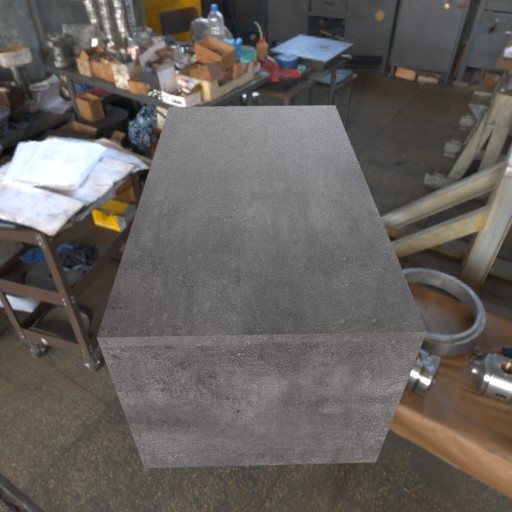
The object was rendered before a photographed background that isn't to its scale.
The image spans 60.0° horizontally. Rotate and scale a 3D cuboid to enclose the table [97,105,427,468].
[{"bbox_3d":[0.000,0.000,0.915,0.400,0.350,0.700,-1,41,-1],"label":"table"}]
